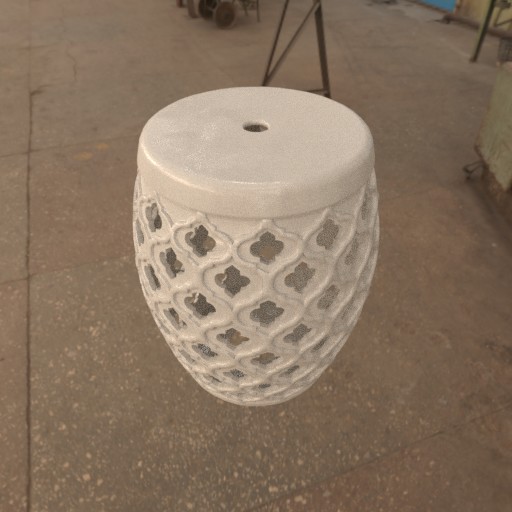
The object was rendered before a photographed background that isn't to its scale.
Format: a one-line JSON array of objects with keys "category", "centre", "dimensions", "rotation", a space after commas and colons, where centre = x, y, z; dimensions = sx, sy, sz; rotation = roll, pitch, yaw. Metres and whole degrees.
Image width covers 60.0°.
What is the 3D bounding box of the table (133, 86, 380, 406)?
[{"category": "table", "centre": [0.000, 0.000, 0.627], "dimensions": [0.325, 0.388, 0.325], "rotation": [0, 41, 0]}]
